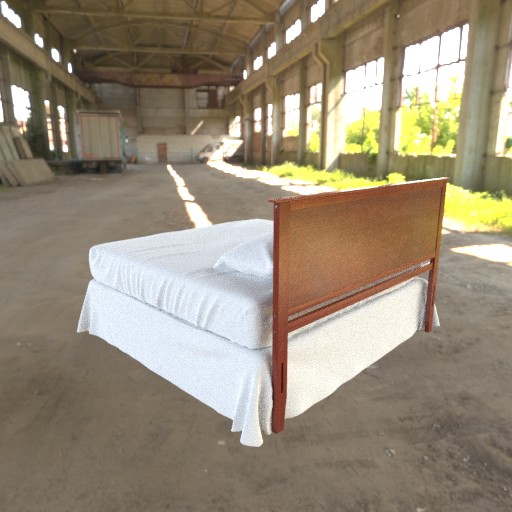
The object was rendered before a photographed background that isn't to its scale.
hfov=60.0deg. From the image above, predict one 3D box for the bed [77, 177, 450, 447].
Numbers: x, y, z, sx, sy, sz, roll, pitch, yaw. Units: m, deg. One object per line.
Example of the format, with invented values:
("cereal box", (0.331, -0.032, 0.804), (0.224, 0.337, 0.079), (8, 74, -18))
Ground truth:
("bed", (0.000, 0.000, 3.634), (2.219, 1.271, 2.314), (14, 19, 43))
